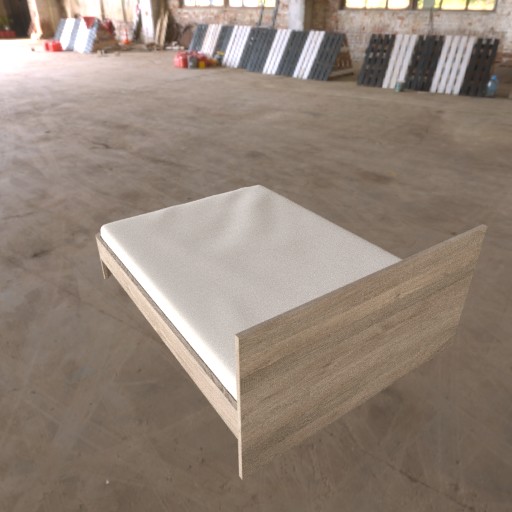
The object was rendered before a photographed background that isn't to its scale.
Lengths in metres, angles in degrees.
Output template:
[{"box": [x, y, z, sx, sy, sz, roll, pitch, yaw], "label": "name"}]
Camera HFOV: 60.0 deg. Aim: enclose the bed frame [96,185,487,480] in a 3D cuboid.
[{"box": [0.000, 0.000, 2.766, 1.490, 0.800, 1.950, -19, 36, -29], "label": "bed frame"}]
